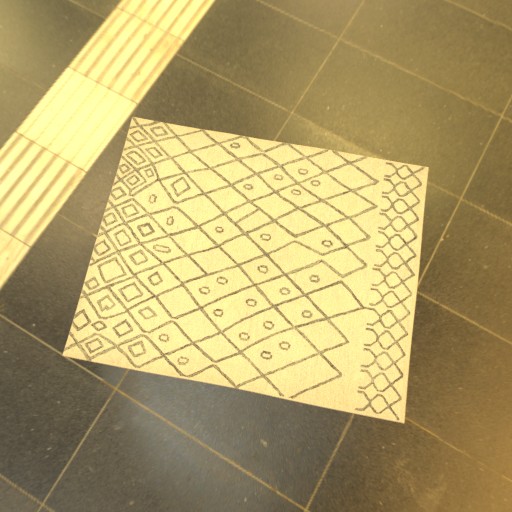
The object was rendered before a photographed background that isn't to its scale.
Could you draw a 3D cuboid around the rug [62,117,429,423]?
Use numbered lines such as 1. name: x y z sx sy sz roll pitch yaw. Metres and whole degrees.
1. rug: 0.000 0.000 4.173 3.046 0.015 2.446 10 75 3
